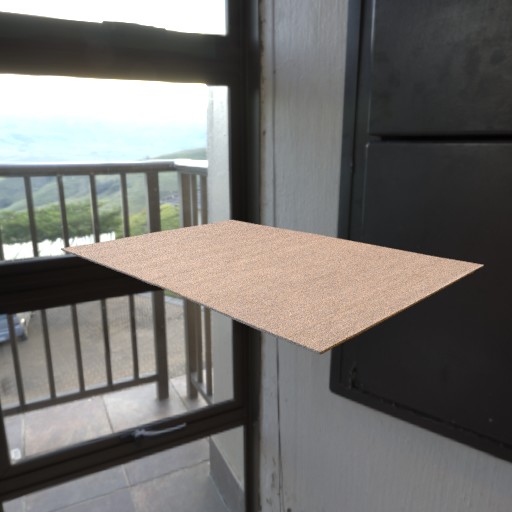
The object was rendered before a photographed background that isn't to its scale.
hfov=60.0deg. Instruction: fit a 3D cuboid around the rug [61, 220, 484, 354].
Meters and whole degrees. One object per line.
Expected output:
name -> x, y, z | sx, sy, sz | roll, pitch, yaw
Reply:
rug -> 0.000, 0.000, 2.878 | 1.624, 0.030, 2.264 | -14, 20, -43
